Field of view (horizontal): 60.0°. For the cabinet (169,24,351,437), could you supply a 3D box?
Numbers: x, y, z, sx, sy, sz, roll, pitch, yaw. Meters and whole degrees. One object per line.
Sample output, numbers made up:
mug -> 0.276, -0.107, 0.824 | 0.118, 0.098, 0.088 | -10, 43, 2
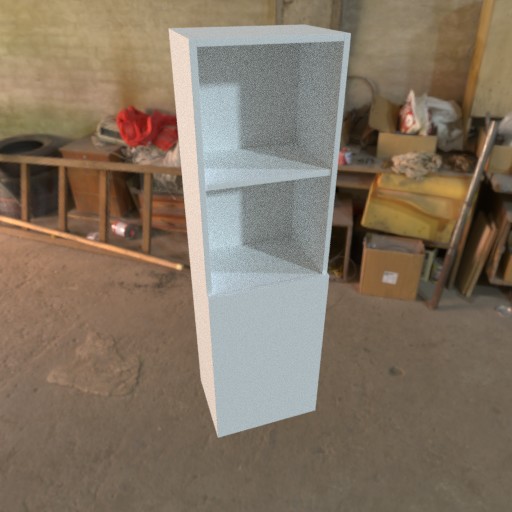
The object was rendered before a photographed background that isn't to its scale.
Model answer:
cabinet -> 0.000, 0.000, 1.486 | 0.400, 1.350, 0.300 | -10, 33, -16
